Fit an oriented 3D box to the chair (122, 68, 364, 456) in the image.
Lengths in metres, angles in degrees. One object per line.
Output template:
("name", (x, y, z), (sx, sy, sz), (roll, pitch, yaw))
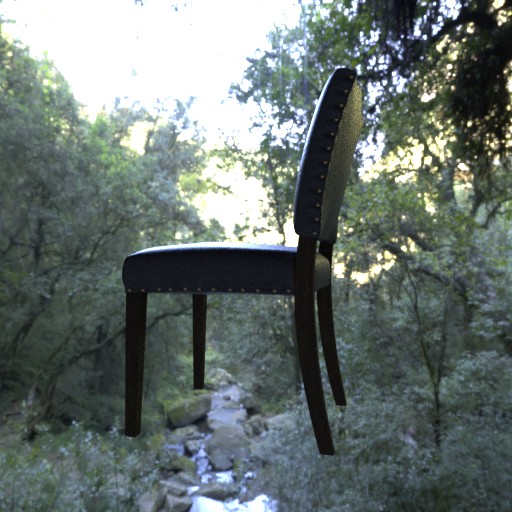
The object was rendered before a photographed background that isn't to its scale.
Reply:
("chair", (0.000, 0.000, 1.366), (0.633, 0.991, 0.500), (0, 0, 16))
